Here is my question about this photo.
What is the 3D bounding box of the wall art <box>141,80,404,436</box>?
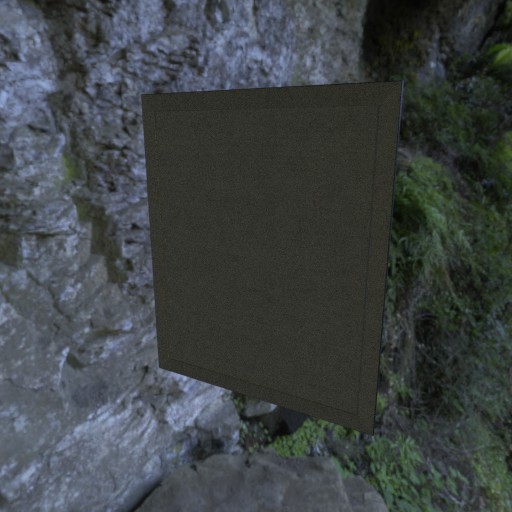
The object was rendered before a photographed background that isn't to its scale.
[{"bbox_3d":[0.000,0.000,0.646,0.381,0.457,0.023,8,18,28],"label":"wall art"}]
